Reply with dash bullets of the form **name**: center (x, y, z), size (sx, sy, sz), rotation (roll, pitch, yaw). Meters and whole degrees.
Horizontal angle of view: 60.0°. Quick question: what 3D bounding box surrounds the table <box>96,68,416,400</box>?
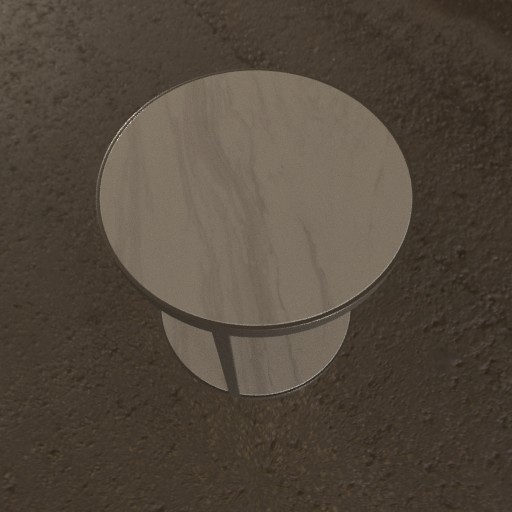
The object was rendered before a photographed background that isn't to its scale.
- **table**: center (0.000, 0.000, 0.835), size (0.445, 0.479, 0.445), rotation (0, 63, 0)
